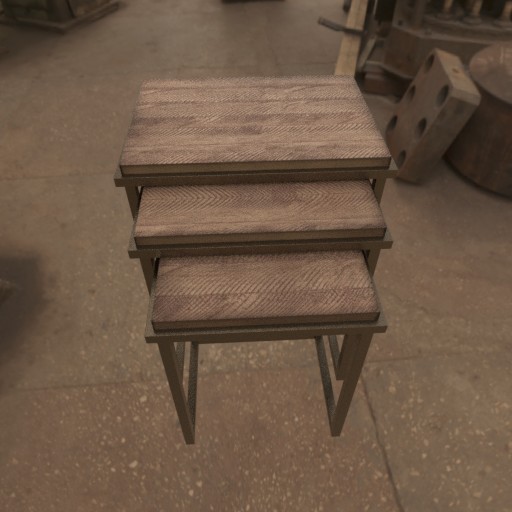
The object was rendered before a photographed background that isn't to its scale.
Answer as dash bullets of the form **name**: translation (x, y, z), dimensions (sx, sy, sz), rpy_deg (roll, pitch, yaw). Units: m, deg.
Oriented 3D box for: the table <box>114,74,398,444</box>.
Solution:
- **table**: translation (0.000, 0.000, 1.108), dimensions (0.559, 0.610, 0.706), rpy_deg (-2, 46, -2)
